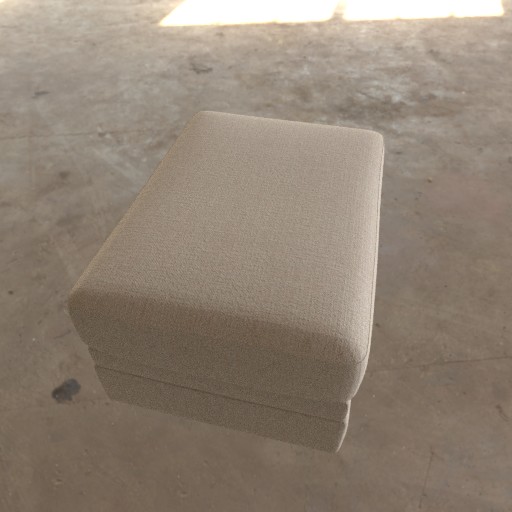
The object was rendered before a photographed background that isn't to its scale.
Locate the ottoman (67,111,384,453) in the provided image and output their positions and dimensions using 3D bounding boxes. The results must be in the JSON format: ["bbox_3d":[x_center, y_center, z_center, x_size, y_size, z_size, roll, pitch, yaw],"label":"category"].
[{"bbox_3d":[0.000,0.000,1.273,0.637,0.478,0.885,10,46,10],"label":"ottoman"}]
